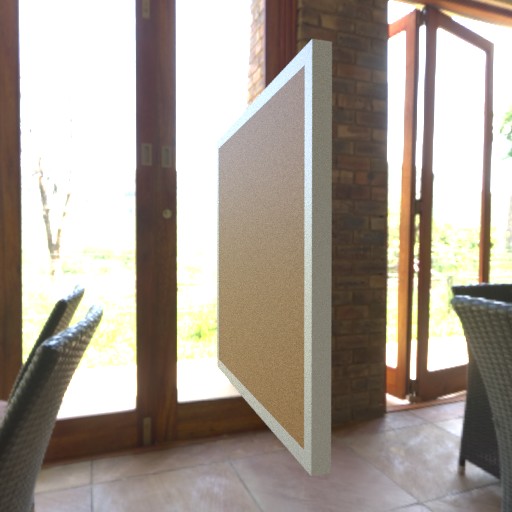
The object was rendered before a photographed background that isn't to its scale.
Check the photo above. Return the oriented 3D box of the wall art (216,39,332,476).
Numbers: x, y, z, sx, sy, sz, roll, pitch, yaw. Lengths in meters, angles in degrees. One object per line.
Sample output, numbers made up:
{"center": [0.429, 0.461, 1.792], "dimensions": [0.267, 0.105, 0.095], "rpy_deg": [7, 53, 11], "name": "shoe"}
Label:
{"center": [0.000, 0.000, 1.140], "dimensions": [0.038, 0.762, 0.762], "rpy_deg": [0, 1, -18], "name": "wall art"}
